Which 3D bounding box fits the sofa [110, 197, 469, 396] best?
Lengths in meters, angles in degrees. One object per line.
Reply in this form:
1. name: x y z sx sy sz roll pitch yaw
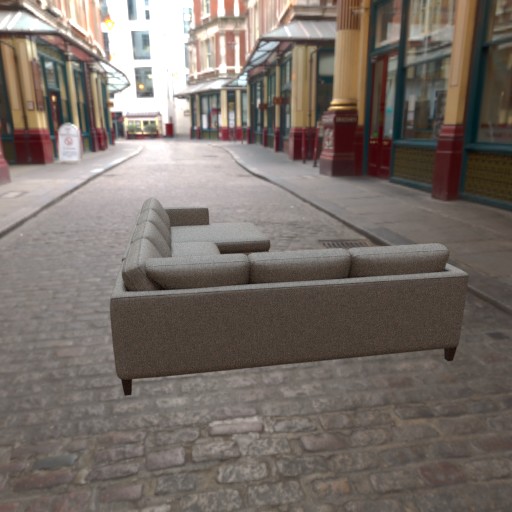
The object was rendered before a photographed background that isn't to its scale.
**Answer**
1. sofa: 0.000 0.000 4.630 2.551 0.889 3.403 -3 16 -11
